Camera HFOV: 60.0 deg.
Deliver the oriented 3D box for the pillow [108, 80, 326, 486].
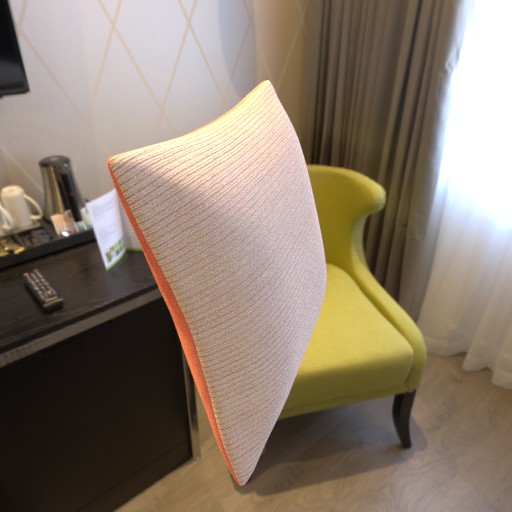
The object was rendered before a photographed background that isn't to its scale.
[{"bbox_3d":[0.000,0.000,0.627,0.177,0.401,0.424,10,32,17],"label":"pillow"}]
